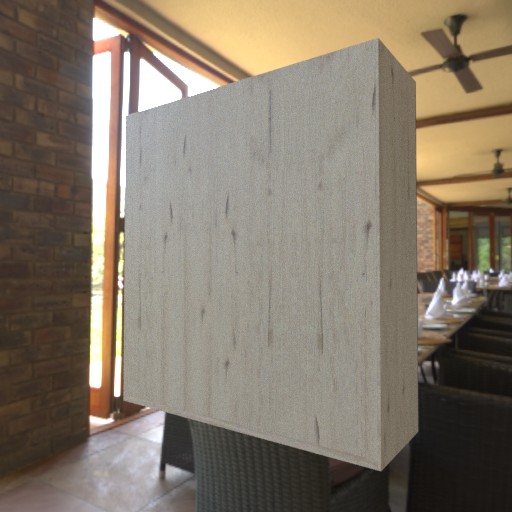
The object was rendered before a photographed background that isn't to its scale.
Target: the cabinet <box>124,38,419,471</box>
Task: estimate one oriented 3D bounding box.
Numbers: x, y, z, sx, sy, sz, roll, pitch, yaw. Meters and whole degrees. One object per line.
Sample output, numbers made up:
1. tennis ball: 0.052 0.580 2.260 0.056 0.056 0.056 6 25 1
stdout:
1. cabinet: 0.000 0.000 3.077 2.000 2.180 0.660 -1 -2 36
